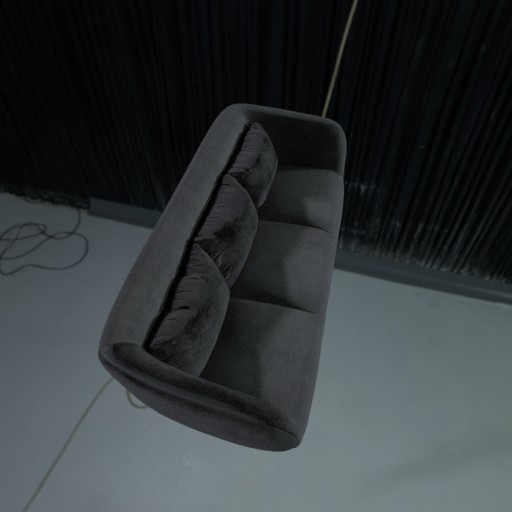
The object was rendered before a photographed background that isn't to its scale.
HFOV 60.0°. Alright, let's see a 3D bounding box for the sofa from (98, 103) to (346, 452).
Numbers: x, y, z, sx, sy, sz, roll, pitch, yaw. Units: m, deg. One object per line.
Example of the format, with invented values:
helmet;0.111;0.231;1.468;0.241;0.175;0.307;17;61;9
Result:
sofa;0.000;0.000;2.714;0.956;0.875;2.296;10;48;9
